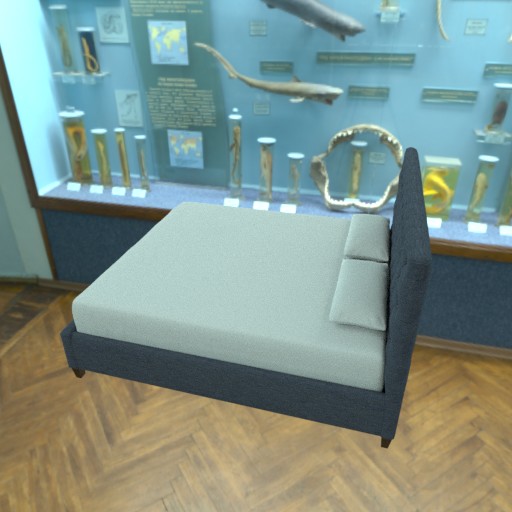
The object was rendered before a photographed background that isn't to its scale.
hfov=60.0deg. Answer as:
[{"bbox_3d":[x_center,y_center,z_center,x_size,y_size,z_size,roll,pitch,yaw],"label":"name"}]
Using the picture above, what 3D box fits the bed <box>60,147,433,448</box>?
[{"bbox_3d":[0.000,0.000,3.631,2.387,1.427,2.078,8,30,14],"label":"bed"}]
